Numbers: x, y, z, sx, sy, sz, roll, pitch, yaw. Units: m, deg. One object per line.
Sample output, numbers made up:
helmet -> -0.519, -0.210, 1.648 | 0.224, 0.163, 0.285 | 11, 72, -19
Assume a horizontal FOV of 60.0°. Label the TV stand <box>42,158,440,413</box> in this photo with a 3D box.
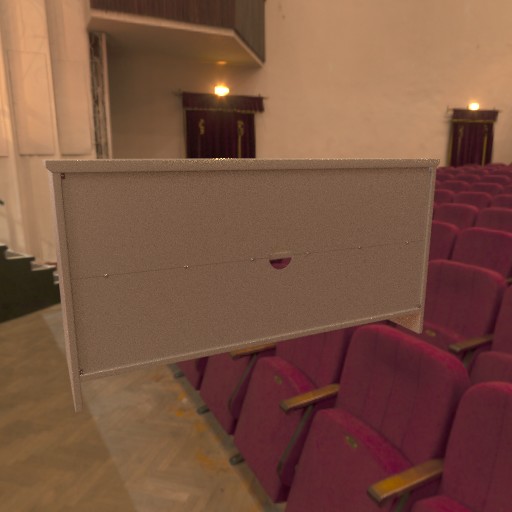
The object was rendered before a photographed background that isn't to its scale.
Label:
TV stand -> 0.000, 0.000, 1.410 | 1.167, 0.603, 0.344 | -6, 14, -25
